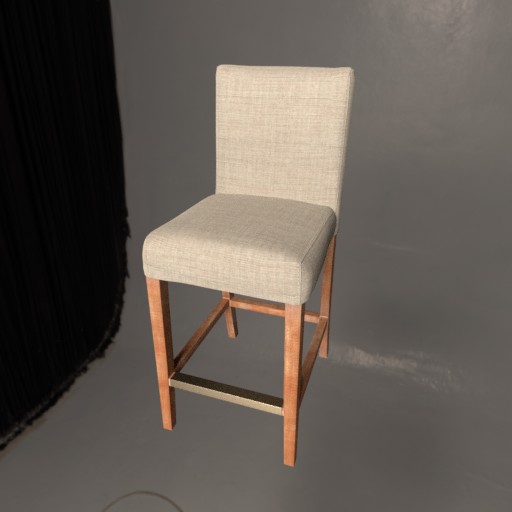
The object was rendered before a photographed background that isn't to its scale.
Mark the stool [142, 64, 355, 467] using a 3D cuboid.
[{"bbox_3d":[0.000,0.000,1.341,0.454,1.039,0.567,9,27,18],"label":"stool"}]
